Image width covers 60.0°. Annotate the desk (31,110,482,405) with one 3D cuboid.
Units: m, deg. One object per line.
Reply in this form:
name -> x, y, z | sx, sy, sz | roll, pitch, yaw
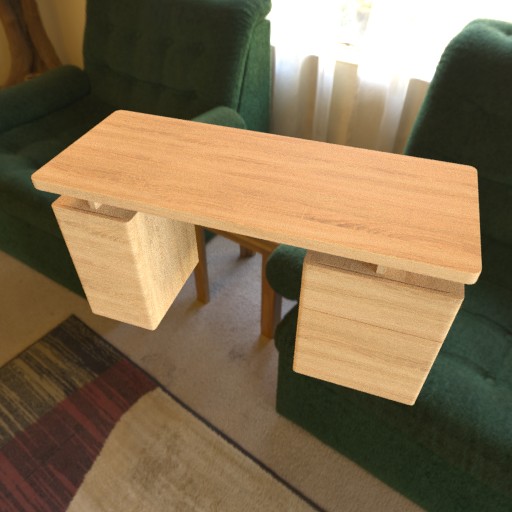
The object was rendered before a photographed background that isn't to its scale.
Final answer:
desk -> 0.000, 0.000, 1.739 | 1.400, 0.760, 0.550 | 13, 44, 14
